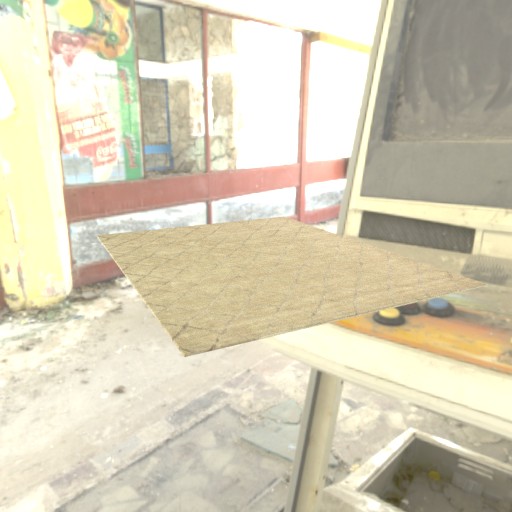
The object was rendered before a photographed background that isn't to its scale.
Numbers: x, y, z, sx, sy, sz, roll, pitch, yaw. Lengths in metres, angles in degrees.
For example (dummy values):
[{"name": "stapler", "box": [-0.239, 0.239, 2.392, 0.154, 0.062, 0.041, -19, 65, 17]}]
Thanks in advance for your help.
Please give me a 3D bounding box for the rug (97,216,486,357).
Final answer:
[{"name": "rug", "box": [0.000, 0.000, 4.171, 2.420, 0.019, 3.038, -8, 18, -26]}]
